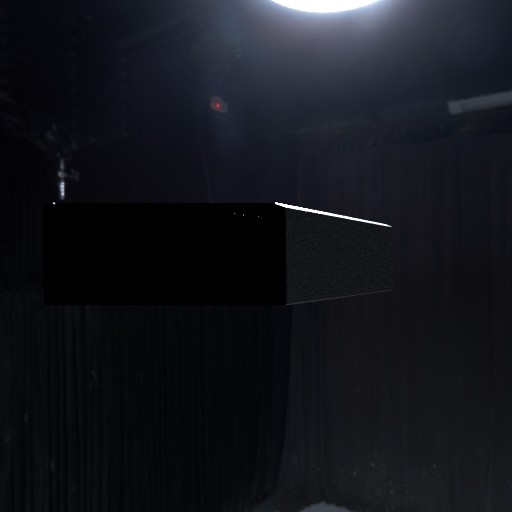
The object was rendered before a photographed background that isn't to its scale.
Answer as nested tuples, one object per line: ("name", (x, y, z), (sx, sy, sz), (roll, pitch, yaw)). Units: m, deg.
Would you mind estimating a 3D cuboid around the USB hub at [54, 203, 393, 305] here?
("USB hub", (0.000, 0.000, 0.128), (0.044, 0.023, 0.110), (-1, -1, 36))
